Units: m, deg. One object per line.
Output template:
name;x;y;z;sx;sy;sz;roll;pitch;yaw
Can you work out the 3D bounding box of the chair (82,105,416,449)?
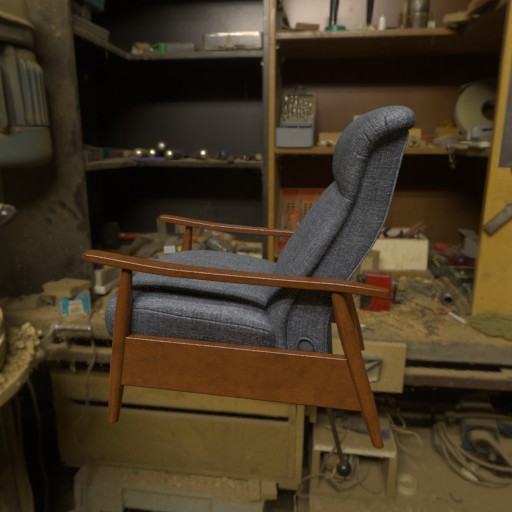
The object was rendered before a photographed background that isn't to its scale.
chair;0.000;0.000;1.736;1.030;1.082;0.762;2;15;8
